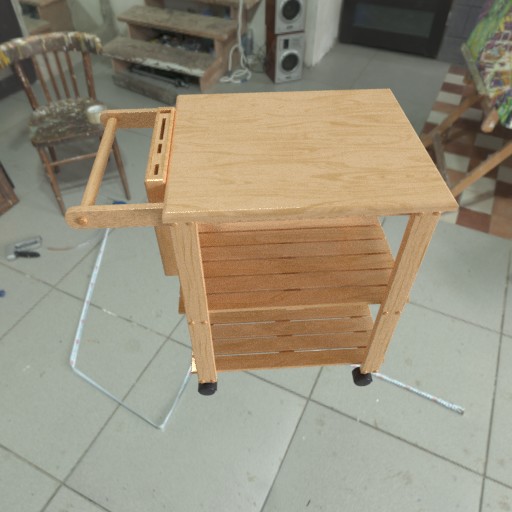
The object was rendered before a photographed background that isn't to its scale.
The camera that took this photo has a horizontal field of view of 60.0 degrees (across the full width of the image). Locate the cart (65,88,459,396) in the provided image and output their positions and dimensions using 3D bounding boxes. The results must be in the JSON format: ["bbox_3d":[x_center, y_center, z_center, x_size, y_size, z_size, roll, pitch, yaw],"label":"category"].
[{"bbox_3d":[0.000,0.000,1.366,0.843,0.816,0.520,-3,46,-3],"label":"cart"}]
